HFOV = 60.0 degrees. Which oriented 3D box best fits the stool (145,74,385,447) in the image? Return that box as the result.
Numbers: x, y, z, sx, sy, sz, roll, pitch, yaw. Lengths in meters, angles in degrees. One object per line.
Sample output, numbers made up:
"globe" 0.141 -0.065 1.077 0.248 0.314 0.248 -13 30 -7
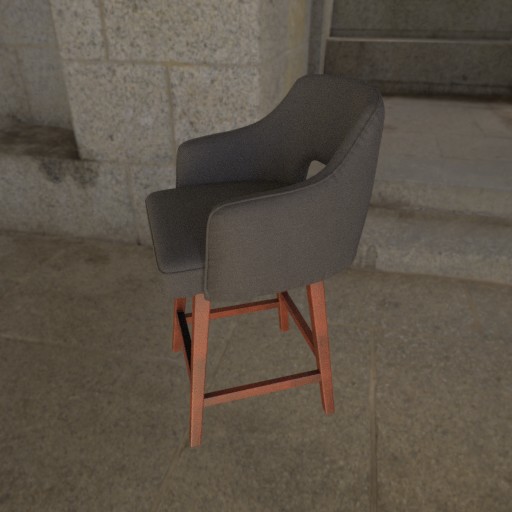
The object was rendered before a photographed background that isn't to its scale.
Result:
"stool" 0.000 0.000 1.248 0.558 0.912 0.548 -8 30 -14
